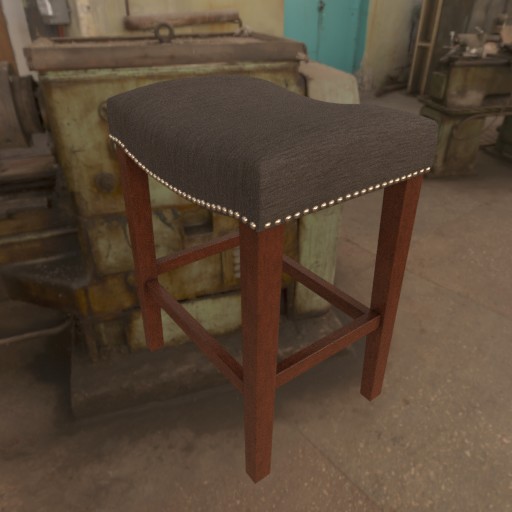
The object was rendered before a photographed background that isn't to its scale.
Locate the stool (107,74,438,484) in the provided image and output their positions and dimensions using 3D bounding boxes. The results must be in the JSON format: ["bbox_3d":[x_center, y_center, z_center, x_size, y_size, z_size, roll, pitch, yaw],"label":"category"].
[{"bbox_3d":[0.000,0.000,0.930,0.372,0.654,0.504,-21,37,-31],"label":"stool"}]
